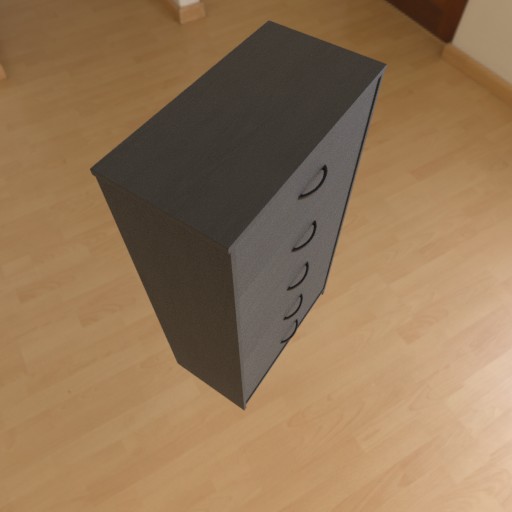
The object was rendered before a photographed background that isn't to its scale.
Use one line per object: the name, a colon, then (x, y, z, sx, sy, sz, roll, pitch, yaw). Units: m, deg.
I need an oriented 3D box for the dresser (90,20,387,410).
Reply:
dresser: (0.000, 0.000, 1.582, 0.399, 1.255, 0.704, 30, 62, 18)
